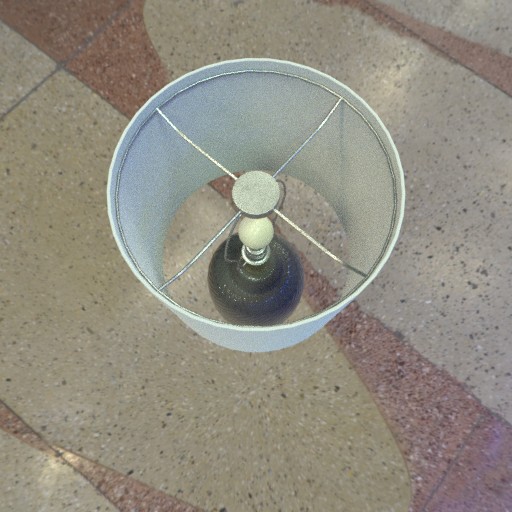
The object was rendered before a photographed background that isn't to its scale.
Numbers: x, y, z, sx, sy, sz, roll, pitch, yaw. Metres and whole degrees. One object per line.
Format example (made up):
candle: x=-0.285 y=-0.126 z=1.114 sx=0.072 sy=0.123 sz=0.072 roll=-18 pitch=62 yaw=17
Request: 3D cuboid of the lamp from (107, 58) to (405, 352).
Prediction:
lamp: x=0.000 y=0.000 z=0.483 sx=0.207 sy=0.366 sz=0.207 roll=40 pitch=78 yaw=11
